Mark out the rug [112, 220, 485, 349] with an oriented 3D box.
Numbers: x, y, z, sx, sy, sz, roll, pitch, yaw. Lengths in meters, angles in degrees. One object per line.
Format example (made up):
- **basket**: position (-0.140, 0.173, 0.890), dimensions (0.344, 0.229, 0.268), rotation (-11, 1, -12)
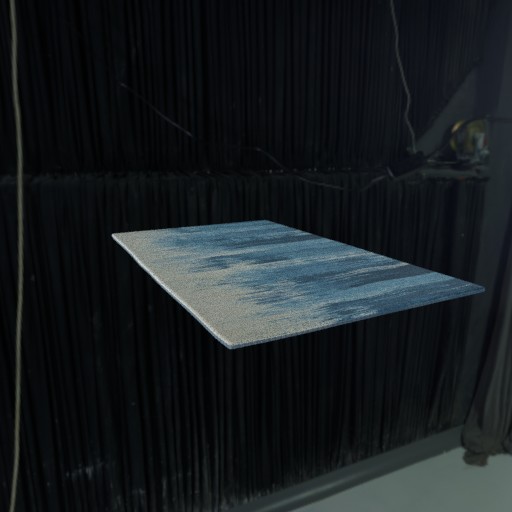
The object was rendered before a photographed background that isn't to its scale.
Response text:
- **rug**: position (0.000, 0.000, 3.087), dimensions (1.540, 0.027, 2.450), rotation (-7, 16, -27)
